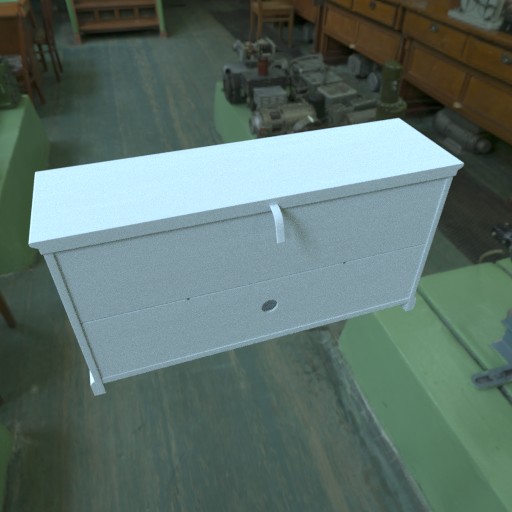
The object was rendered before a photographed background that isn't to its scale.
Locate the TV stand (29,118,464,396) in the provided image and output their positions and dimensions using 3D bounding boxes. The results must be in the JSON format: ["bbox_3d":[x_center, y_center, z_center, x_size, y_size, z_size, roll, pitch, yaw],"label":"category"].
[{"bbox_3d":[0.000,0.000,1.456,1.187,0.624,0.424,-12,42,-14],"label":"TV stand"}]
